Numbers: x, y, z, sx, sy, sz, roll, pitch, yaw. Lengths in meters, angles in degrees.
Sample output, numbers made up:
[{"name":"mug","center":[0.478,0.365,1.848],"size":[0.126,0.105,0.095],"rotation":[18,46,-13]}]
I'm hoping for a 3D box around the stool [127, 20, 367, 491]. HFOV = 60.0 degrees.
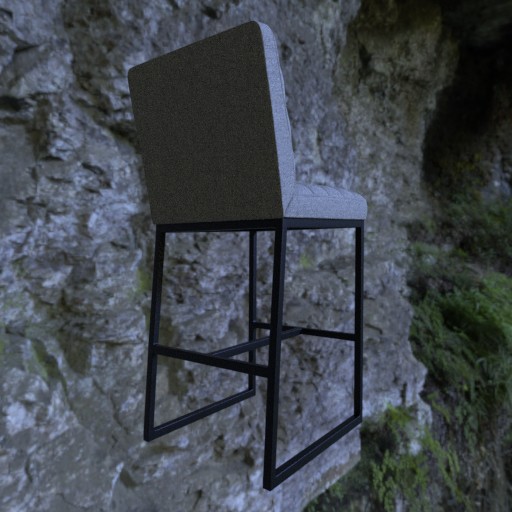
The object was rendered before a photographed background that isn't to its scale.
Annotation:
[{"name":"stool","center":[0.000,0.000,1.292],"size":[0.459,1.034,0.571],"rotation":[1,1,37]}]
